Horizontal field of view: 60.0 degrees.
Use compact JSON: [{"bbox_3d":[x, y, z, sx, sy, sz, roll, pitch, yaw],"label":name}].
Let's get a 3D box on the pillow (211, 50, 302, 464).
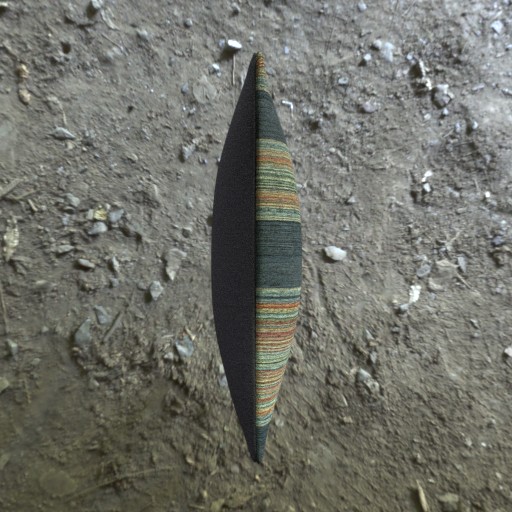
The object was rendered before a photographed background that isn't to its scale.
[{"bbox_3d":[0.000,0.000,0.661,0.136,0.419,0.437,0,91,0],"label":"pillow"}]
